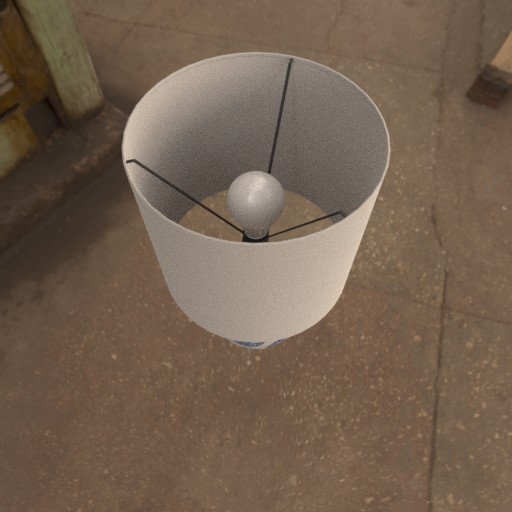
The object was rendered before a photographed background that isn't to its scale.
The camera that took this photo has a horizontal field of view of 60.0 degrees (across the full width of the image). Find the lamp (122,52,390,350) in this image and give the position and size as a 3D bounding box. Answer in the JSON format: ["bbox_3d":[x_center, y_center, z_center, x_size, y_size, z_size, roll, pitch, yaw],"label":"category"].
[{"bbox_3d":[0.000,0.000,0.521,0.215,0.381,0.215,16,60,10],"label":"lamp"}]
